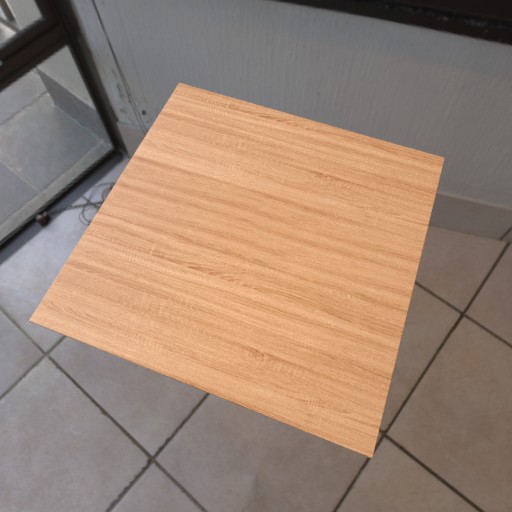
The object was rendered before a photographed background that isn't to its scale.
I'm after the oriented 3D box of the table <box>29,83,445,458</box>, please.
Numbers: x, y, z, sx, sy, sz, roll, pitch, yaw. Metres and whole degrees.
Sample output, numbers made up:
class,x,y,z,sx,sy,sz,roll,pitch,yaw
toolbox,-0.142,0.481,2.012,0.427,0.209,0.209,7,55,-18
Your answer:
class,x,y,z,sx,sy,sz,roll,pitch,yaw
table,0.000,0.000,1.371,0.890,0.305,0.890,19,65,9
